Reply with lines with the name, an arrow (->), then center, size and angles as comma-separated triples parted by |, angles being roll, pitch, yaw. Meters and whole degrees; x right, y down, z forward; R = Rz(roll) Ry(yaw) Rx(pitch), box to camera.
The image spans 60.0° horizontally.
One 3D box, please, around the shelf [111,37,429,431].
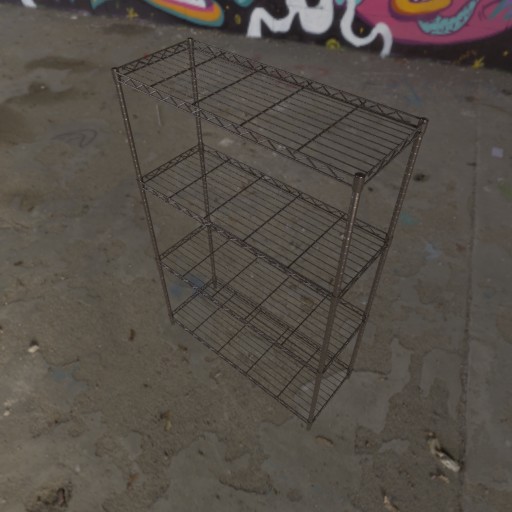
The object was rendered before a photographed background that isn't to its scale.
shelf -> 0.000, 0.000, 1.764 | 0.907, 1.361, 0.352 | 31, 53, 27
